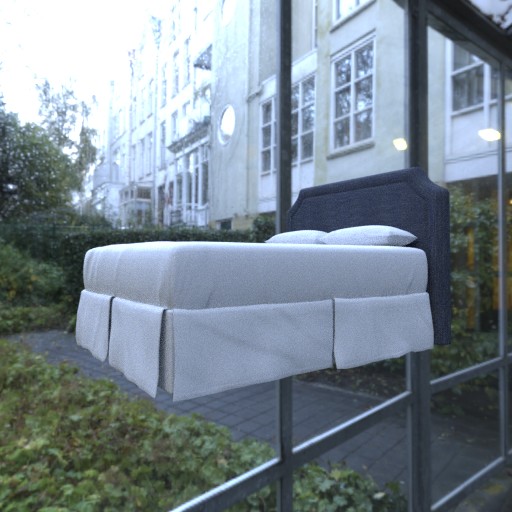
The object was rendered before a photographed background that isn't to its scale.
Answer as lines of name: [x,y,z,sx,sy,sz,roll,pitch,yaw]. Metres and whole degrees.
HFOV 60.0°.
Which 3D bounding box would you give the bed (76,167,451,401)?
bed: [0.000,0.000,3.130,2.116,1.290,1.693,0,0,-35]
